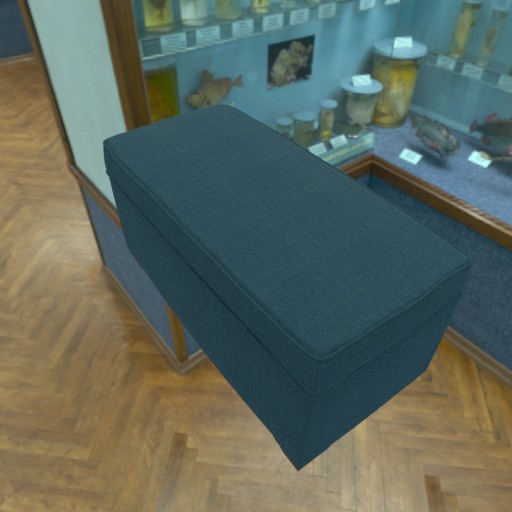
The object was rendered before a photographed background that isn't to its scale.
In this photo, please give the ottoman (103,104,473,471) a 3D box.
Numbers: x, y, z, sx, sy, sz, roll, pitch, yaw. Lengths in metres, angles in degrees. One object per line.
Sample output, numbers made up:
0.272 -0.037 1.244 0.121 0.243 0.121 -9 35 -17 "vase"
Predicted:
0.000 0.000 1.215 0.474 0.474 0.943 -26 48 -26 "ottoman"
